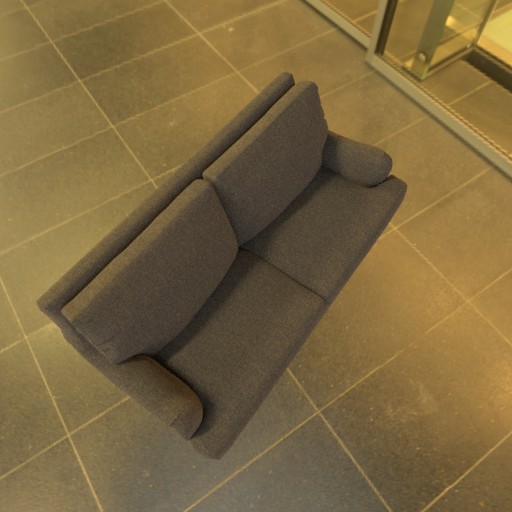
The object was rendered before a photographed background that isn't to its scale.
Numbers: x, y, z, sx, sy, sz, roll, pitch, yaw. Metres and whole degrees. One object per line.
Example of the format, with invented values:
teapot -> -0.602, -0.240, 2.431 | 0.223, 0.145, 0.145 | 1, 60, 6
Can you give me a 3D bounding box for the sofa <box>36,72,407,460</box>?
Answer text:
sofa -> 0.000, 0.000, 2.743 | 1.087, 1.054, 2.160 | 32, 65, 17
